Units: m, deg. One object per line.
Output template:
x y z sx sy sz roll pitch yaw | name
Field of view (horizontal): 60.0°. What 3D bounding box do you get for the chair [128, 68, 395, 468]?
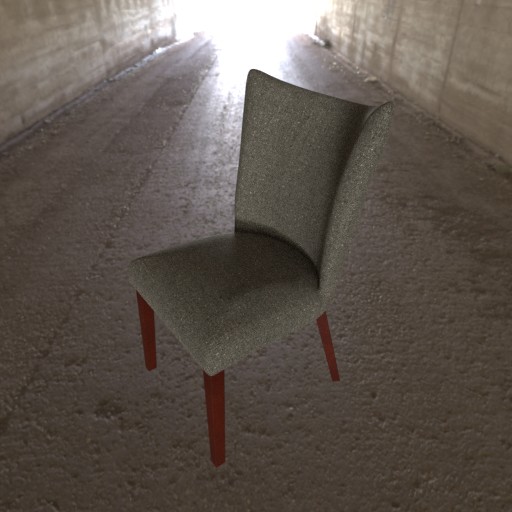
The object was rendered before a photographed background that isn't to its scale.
0.000 0.000 1.297 0.623 0.924 0.535 -21 38 -30 | chair
